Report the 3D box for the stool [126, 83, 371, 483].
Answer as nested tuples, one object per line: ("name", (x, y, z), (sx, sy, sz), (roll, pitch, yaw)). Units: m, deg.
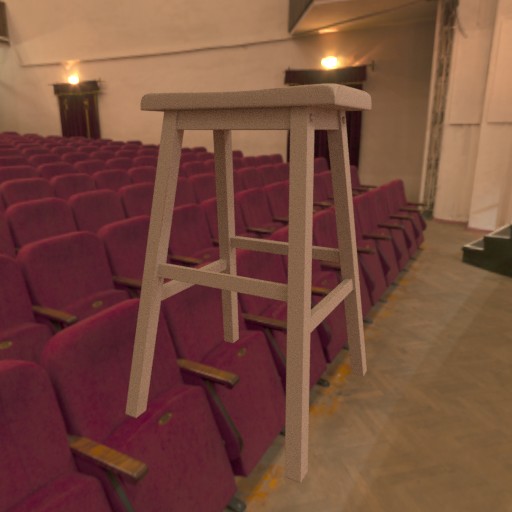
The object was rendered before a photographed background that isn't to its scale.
("stool", (0.000, 0.000, 1.065), (0.457, 0.737, 0.476), (8, 18, 27))
